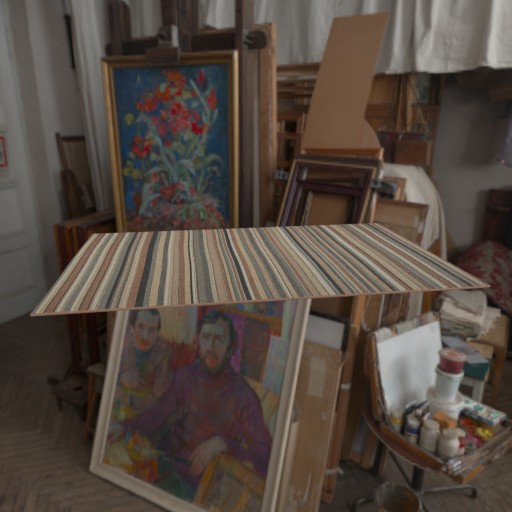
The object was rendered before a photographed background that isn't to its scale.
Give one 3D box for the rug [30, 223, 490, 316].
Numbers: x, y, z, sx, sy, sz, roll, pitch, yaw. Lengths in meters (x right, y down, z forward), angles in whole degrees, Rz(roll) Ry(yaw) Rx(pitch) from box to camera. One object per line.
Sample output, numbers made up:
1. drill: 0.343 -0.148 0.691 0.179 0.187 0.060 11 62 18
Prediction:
1. rug: 0.000 0.000 3.026 2.438 0.014 1.523 -3 18 -8
